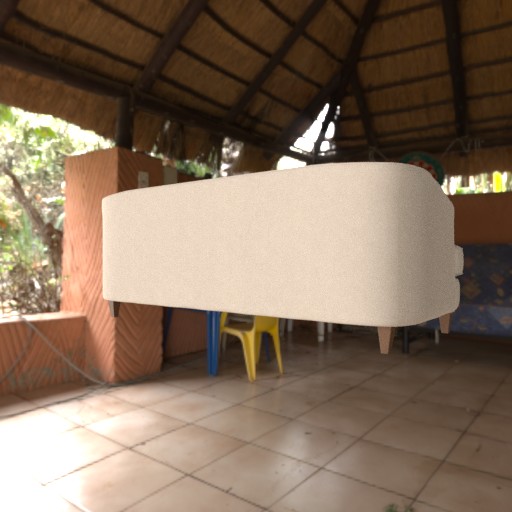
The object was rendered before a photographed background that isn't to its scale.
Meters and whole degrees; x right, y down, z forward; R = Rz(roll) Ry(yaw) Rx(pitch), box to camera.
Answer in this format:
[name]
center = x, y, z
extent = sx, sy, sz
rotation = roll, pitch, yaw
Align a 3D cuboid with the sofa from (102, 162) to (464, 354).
[sofa]
center = 0.000, 0.000, 2.812
extent = 2.278, 0.855, 0.941
rotation = 0, 0, 36
